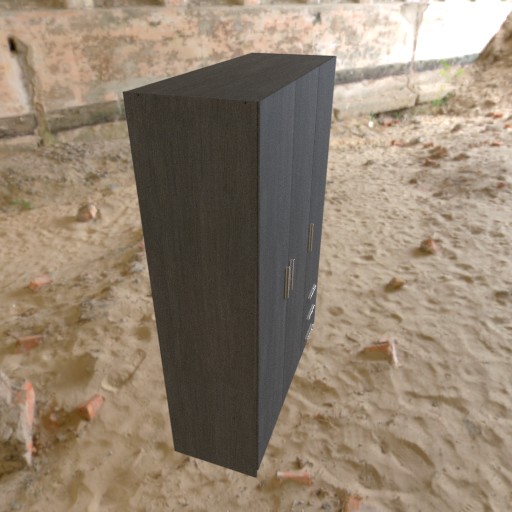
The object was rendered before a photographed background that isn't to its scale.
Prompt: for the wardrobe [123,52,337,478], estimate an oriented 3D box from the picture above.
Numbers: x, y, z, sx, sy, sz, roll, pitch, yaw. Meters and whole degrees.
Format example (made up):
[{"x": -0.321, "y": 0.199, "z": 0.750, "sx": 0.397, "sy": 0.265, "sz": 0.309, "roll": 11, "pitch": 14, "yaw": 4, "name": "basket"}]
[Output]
[{"x": 0.000, "y": 0.000, "z": 2.444, "sx": 0.510, "sy": 1.910, "sz": 1.290, "roll": 10, "pitch": 32, "yaw": 17, "name": "wardrobe"}]
